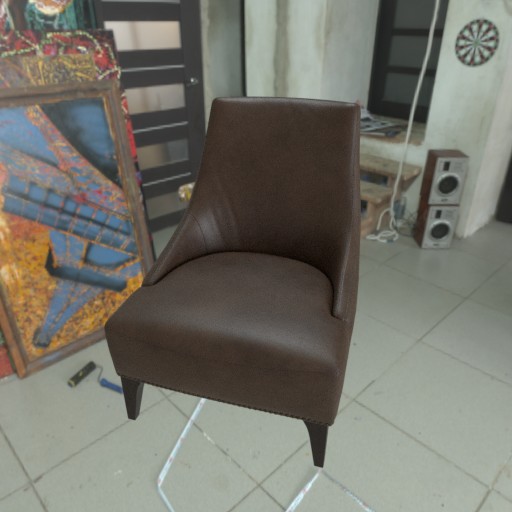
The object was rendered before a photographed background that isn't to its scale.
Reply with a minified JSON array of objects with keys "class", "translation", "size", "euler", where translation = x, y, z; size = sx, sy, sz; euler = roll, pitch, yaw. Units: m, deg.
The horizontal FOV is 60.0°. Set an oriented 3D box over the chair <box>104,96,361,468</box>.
[{"class":"chair","translation":[0.000,0.000,1.497],"size":[0.701,0.909,0.861],"euler":[8,29,15]}]
